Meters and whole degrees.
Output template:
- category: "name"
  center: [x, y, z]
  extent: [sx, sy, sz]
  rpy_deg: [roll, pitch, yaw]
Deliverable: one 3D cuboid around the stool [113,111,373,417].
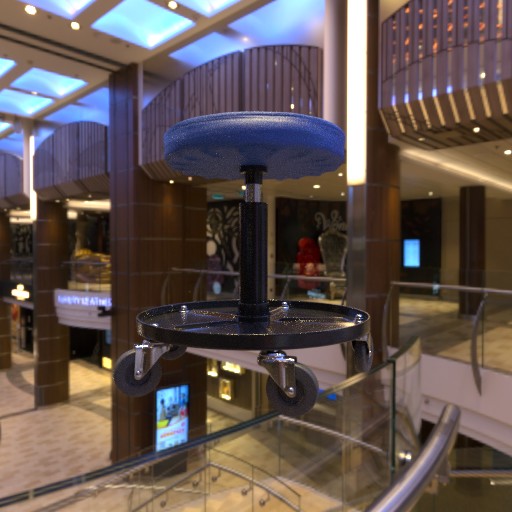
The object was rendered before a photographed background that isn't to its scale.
- category: "stool"
  center: [0.000, 0.000, 0.686]
  extent: [0.381, 0.365, 0.382]
  rpy_deg: [0, 1, -2]
